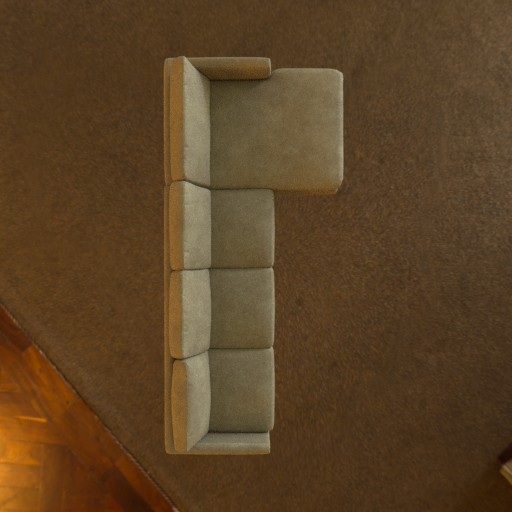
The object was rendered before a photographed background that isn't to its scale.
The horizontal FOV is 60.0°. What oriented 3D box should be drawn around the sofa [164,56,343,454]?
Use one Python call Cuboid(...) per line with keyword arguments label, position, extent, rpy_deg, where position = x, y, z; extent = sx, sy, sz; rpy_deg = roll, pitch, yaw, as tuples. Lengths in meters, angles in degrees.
Cuboid(label="sofa", position=(0.000, 0.000, 4.083), extent=(1.604, 0.950, 3.471), rpy_deg=(0, 91, 1))
